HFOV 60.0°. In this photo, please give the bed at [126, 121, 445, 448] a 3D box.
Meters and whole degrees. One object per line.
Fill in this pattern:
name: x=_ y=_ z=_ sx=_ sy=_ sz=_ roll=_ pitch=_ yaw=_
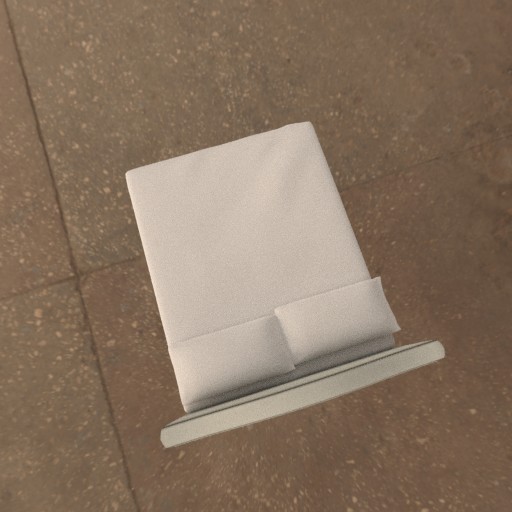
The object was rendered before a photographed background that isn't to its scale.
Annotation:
bed: x=0.000 y=0.000 z=3.402 sx=1.813 sy=1.607 sz=2.180 roll=-17 pitch=76 yaw=-4
